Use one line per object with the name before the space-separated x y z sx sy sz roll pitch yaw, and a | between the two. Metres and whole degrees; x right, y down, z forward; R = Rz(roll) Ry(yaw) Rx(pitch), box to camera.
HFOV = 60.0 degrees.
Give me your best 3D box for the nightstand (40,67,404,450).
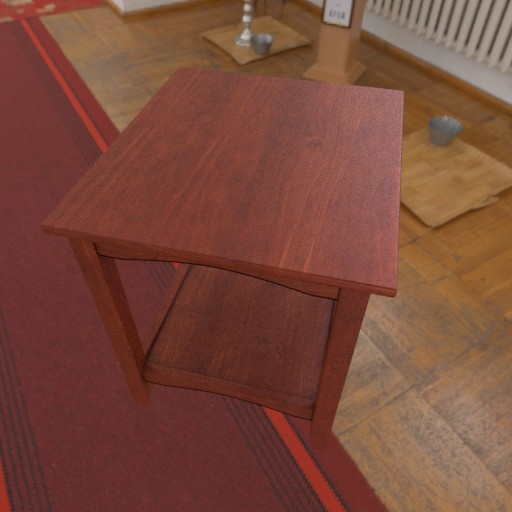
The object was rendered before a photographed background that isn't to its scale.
nightstand | 0.000 0.000 0.979 0.501 0.558 0.558 10 47 10
